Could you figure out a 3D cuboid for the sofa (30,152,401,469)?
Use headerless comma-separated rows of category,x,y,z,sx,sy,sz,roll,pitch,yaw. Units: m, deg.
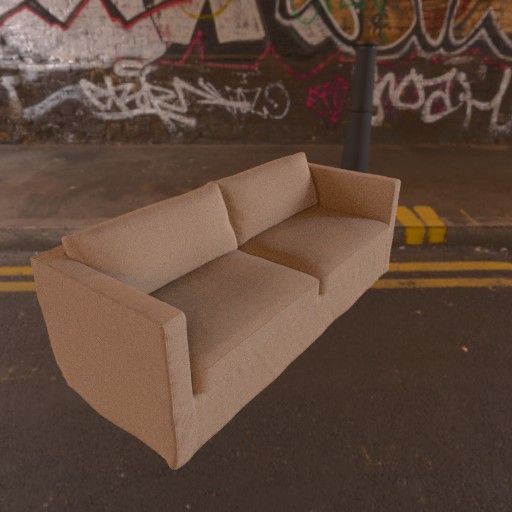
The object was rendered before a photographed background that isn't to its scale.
sofa,0.000,0.000,2.726,0.956,0.847,2.296,19,32,33
